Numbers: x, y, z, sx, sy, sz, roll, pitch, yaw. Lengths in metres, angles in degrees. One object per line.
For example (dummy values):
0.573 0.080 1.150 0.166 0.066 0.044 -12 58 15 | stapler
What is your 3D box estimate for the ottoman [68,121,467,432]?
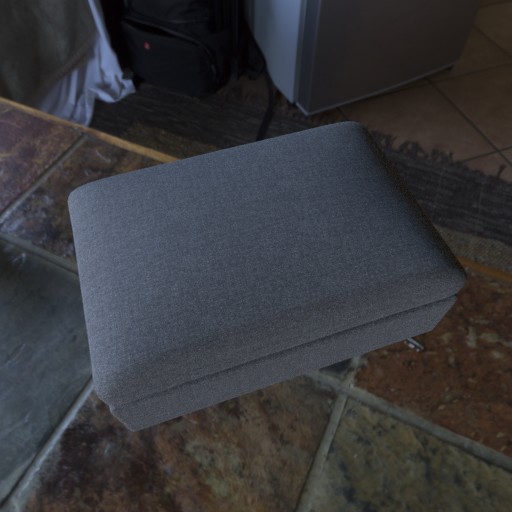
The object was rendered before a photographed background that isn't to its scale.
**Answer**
0.000 0.000 1.425 1.041 0.483 0.711 -16 59 -10 | ottoman
